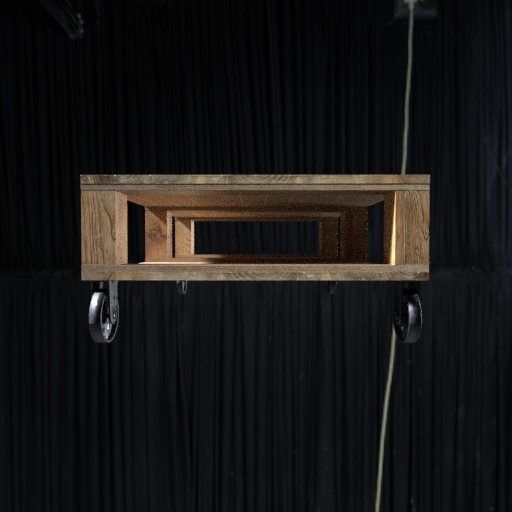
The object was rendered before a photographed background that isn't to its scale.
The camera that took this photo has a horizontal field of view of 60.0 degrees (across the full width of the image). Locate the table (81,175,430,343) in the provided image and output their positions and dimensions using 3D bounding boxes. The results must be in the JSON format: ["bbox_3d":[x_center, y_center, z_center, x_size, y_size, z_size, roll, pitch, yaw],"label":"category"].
[{"bbox_3d":[0.000,0.000,1.703,0.827,0.413,1.299,0,1,0],"label":"table"}]
